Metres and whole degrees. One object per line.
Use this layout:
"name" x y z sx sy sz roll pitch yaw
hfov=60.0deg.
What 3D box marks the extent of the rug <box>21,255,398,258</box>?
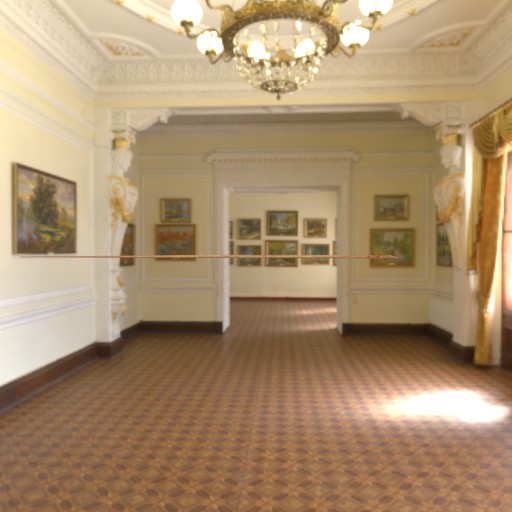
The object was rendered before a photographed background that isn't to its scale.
"rug" 0.000 0.000 4.148 2.460 0.005 3.067 0 0 16
